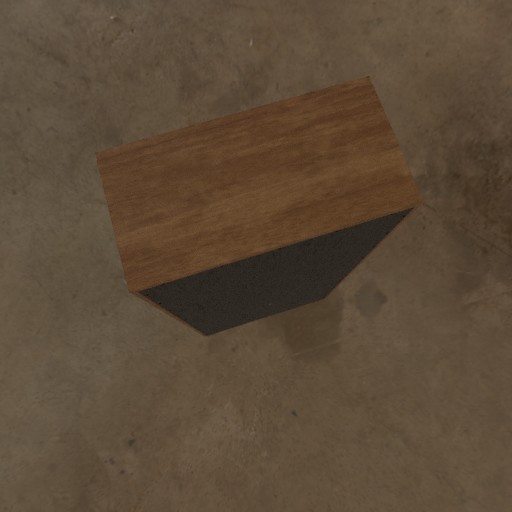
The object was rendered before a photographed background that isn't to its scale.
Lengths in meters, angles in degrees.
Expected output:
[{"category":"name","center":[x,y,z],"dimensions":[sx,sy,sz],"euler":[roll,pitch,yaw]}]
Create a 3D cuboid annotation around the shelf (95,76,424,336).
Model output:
[{"category":"shelf","center":[0.000,0.000,2.223],"dimensions":[0.864,1.930,0.453],"euler":[-17,77,-4]}]
